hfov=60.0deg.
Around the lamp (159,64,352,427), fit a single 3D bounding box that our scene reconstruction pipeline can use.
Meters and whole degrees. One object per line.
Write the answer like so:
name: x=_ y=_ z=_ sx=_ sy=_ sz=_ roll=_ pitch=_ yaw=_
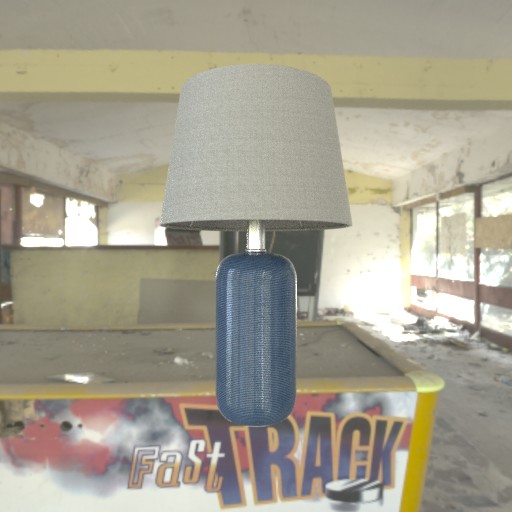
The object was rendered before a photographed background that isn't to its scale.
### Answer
lamp: x=0.000 y=0.000 z=0.593 sx=0.253 sy=0.428 sz=0.253 roll=0 pitch=0 yaw=0
